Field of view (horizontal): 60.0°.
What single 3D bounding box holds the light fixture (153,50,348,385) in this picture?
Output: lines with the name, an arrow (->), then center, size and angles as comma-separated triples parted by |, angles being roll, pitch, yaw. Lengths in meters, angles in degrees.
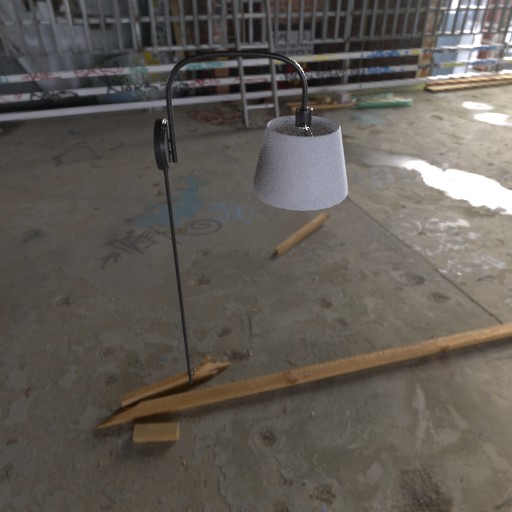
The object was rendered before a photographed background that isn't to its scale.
light fixture -> 0.000, 0.000, 0.469 | 0.176, 0.399, 0.092 | 0, 33, 0
